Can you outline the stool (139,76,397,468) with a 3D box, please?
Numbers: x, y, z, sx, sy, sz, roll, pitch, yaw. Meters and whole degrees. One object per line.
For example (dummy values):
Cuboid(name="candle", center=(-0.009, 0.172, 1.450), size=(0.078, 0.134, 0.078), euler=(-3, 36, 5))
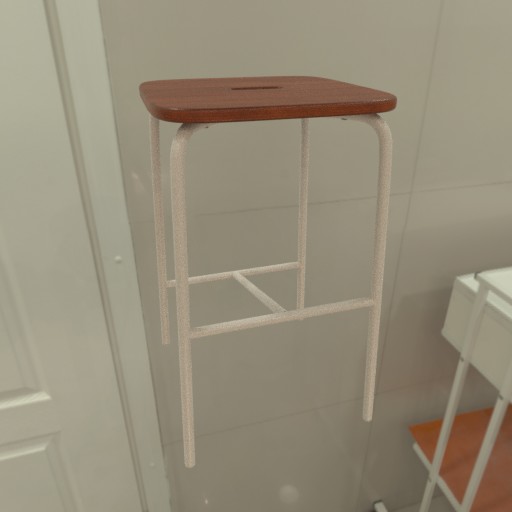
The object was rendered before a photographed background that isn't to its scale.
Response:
Cuboid(name="stool", center=(0.000, 0.000, 0.855), size=(0.376, 0.610, 0.376), euler=(-8, 28, -15))
